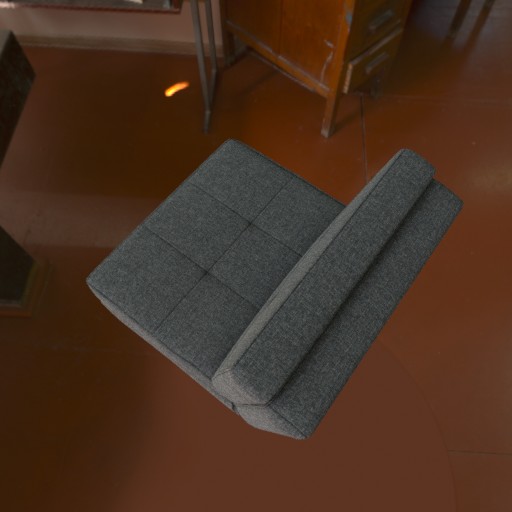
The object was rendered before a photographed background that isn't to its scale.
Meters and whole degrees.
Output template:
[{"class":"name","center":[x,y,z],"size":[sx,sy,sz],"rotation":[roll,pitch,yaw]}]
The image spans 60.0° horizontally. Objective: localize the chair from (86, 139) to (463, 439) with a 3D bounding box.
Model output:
[{"class":"chair","center":[0.000,0.000,1.314],"size":[0.800,0.615,0.740],"rotation":[35,68,16]}]
